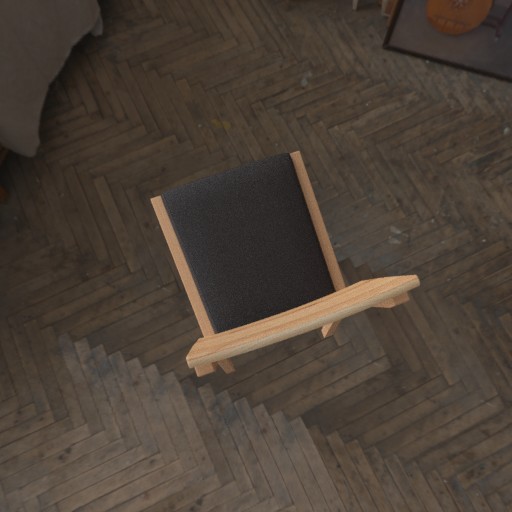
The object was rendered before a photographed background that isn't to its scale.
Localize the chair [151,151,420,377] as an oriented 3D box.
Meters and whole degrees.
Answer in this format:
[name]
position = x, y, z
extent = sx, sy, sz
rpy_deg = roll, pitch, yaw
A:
[chair]
position = 0.000, 0.000, 1.275
extent = 0.475, 0.950, 0.560
rpy_deg = -19, 76, -5
